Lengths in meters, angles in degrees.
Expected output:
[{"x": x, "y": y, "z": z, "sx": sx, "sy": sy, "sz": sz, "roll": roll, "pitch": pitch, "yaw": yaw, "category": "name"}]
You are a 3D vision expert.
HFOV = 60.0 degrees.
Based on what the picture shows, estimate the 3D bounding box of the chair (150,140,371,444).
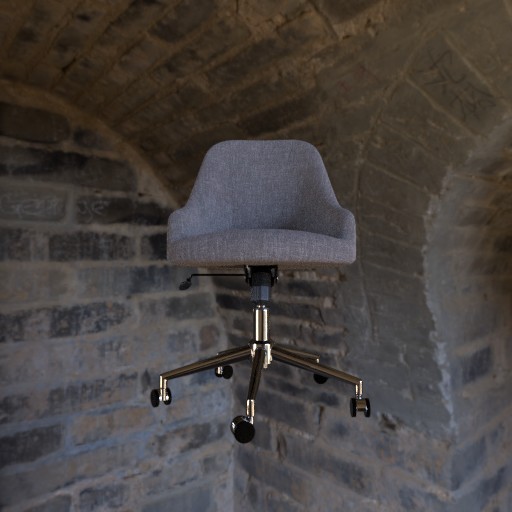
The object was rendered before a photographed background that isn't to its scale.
[{"x": 0.000, "y": 0.000, "z": 1.463, "sx": 0.671, "sy": 0.950, "sz": 0.712, "roll": 0, "pitch": -1, "yaw": 1, "category": "chair"}]
